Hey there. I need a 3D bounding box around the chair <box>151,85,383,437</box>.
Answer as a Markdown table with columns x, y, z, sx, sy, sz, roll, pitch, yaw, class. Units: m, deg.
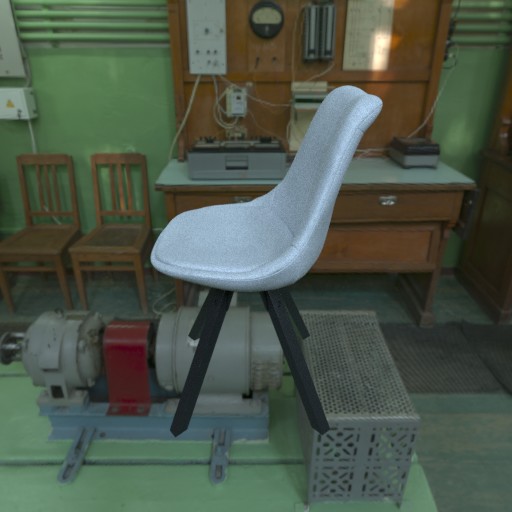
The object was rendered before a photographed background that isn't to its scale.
| x | y | z | sx | sy | sz | roll | pitch | yaw | class |
| --- | --- | --- | --- | --- | --- | --- | --- | --- | --- |
| 0.000 | 0.000 | 1.210 | 0.550 | 0.850 | 0.485 | -1 | 26 | -2 | chair |
